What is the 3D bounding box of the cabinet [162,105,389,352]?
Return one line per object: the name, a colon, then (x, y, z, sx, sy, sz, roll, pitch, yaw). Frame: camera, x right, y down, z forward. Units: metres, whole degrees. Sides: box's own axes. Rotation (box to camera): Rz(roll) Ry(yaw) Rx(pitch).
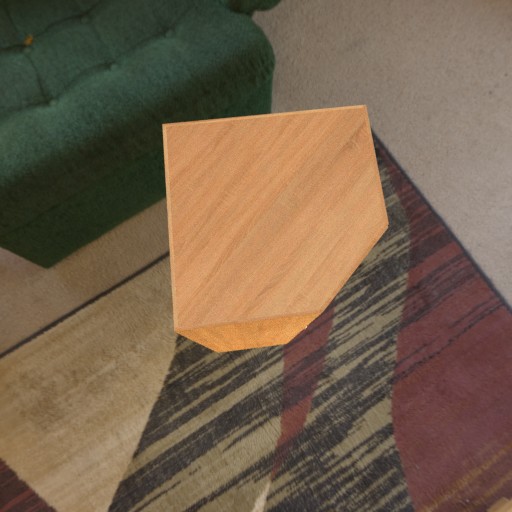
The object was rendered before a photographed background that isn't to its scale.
cabinet: (0.000, 0.000, 2.955, 1.094, 2.120, 1.327, 38, 79, 9)
